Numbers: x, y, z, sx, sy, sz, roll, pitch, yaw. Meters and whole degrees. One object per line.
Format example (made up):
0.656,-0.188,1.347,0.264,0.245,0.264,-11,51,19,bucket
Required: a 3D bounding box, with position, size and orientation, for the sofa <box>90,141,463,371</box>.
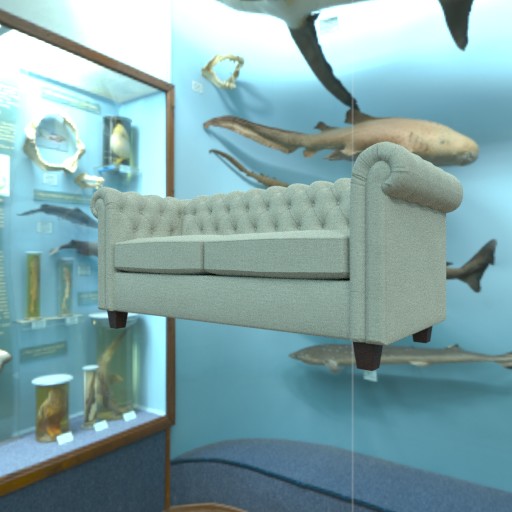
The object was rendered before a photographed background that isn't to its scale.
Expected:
0.000,0.000,2.262,1.798,0.797,0.783,0,0,37,sofa
